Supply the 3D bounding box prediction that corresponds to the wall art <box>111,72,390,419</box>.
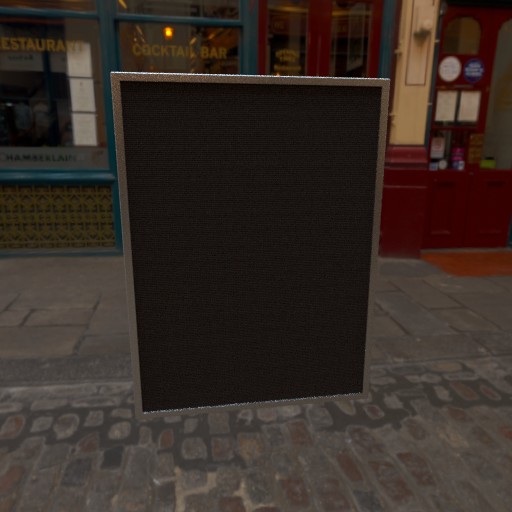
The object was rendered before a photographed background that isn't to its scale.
[{"bbox_3d":[0.000,0.000,1.400,0.801,1.062,0.037,-2,14,-9],"label":"wall art"}]
